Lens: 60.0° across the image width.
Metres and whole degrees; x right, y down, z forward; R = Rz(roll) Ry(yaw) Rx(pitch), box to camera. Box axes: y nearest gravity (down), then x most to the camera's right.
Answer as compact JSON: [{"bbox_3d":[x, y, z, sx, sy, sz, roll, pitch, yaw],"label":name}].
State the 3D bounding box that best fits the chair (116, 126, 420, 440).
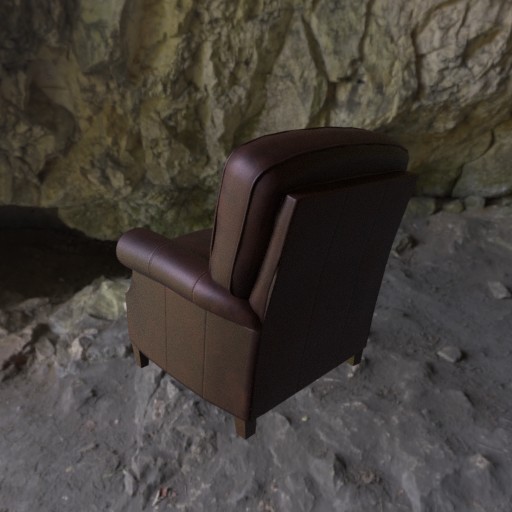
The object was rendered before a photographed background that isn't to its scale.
[{"bbox_3d":[0.000,0.000,1.793,0.936,1.018,0.986,-17,24,-42],"label":"chair"}]
